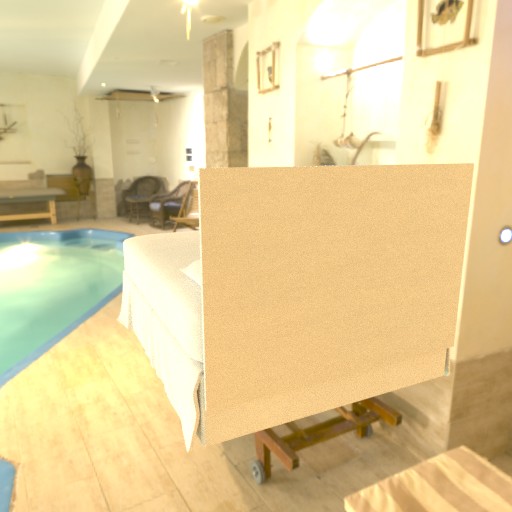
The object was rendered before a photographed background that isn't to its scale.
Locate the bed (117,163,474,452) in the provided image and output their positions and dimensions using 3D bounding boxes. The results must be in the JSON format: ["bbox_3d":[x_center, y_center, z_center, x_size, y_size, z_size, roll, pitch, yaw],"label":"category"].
[{"bbox_3d":[0.000,0.000,3.176,1.745,1.335,2.094,-6,15,-25],"label":"bed"}]
